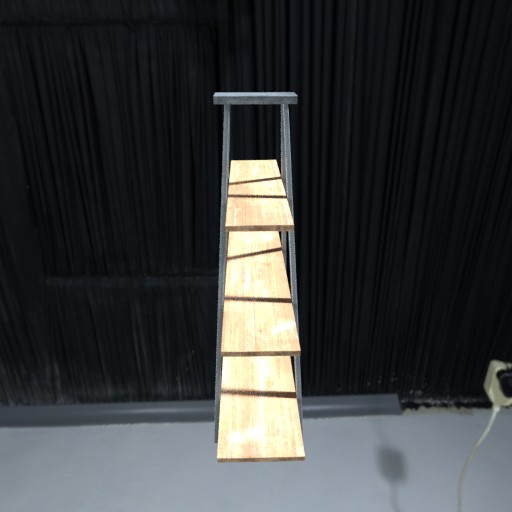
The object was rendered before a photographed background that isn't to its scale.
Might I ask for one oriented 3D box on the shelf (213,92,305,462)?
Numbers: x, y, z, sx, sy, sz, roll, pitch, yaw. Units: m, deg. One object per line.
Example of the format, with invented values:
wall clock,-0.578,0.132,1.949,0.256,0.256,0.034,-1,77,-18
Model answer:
shelf,0.000,0.000,2.623,0.508,1.808,1.746,-1,26,-1
